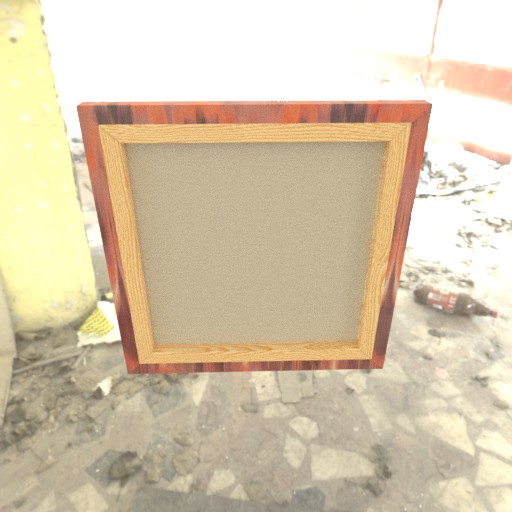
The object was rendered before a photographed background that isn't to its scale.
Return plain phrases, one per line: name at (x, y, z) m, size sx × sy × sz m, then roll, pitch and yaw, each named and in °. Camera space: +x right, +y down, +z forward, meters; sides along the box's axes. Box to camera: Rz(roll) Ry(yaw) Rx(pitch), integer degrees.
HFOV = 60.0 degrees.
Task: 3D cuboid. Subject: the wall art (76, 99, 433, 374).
wall art at (0.000, 0.000, 0.914) m, size 0.603 × 0.609 × 0.037 m, roll -1°, pitch 30°, yaw -1°
